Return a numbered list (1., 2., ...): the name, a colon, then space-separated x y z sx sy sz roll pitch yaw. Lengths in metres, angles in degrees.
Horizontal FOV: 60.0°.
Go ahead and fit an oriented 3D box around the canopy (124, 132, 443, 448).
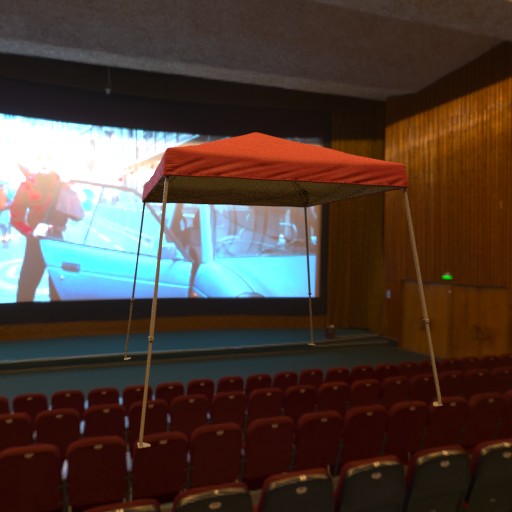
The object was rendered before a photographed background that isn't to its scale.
1. canopy: 0.000 0.000 6.498 3.600 3.600 3.599 0 1 -19
